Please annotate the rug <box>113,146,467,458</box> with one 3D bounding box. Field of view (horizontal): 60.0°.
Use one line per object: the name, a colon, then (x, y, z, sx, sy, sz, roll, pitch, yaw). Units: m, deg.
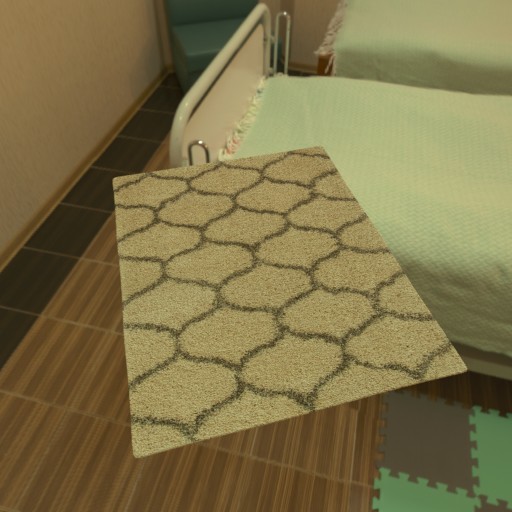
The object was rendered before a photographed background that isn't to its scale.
rug: (0.000, 0.000, 3.991, 2.399, 0.026, 3.000, -11, 48, -10)
